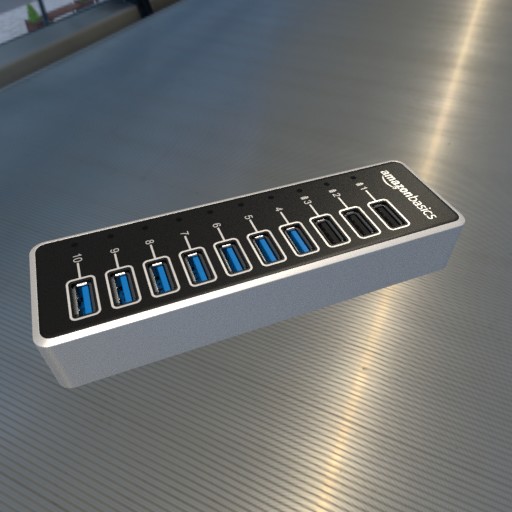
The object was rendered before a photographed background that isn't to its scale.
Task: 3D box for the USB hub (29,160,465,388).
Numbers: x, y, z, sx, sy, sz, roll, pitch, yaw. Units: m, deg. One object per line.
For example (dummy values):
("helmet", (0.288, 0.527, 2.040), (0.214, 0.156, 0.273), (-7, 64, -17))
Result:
("USB hub", (0.000, 0.000, 0.159), (0.145, 0.023, 0.044), (-15, 47, -15))
